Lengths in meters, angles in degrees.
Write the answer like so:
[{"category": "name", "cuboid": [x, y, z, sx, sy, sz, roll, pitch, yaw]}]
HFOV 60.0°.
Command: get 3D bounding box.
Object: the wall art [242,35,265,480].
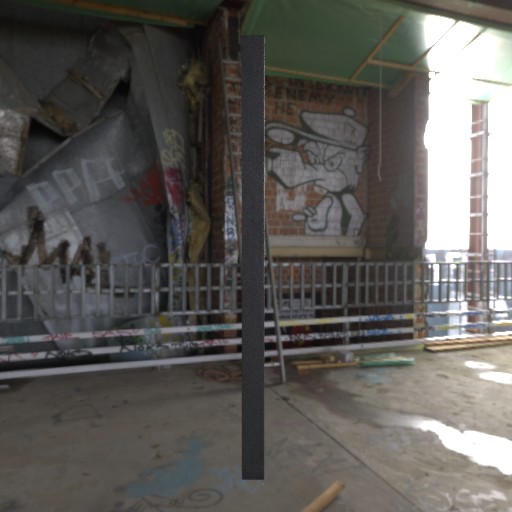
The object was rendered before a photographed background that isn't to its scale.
[{"category": "wall art", "cuboid": [0.000, 0.000, 1.141, 0.039, 0.763, 0.763, 0, 1, 1]}]
